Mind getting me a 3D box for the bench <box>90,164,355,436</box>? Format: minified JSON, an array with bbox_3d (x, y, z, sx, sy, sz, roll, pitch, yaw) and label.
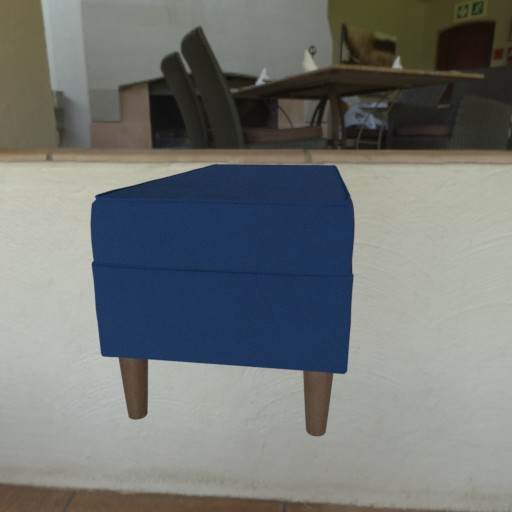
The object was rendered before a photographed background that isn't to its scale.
[{"bbox_3d":[0.000,0.000,1.292,0.489,0.467,1.010,2,15,8],"label":"bench"}]
